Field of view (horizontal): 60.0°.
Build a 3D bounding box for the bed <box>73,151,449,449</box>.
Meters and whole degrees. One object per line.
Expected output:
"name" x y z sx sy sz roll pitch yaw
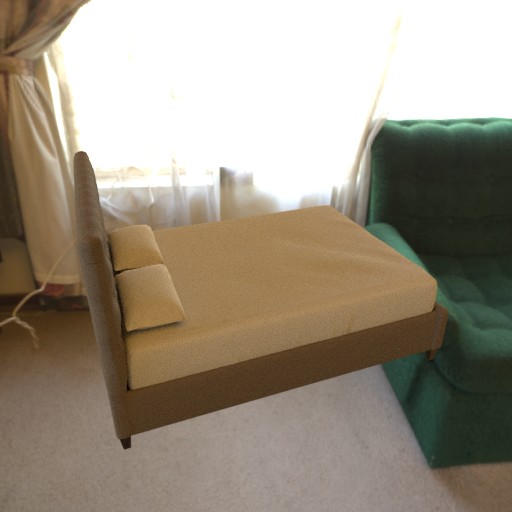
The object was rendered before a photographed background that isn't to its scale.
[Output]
"bed" 0.000 0.000 3.401 2.387 1.427 1.698 -10 30 -18
